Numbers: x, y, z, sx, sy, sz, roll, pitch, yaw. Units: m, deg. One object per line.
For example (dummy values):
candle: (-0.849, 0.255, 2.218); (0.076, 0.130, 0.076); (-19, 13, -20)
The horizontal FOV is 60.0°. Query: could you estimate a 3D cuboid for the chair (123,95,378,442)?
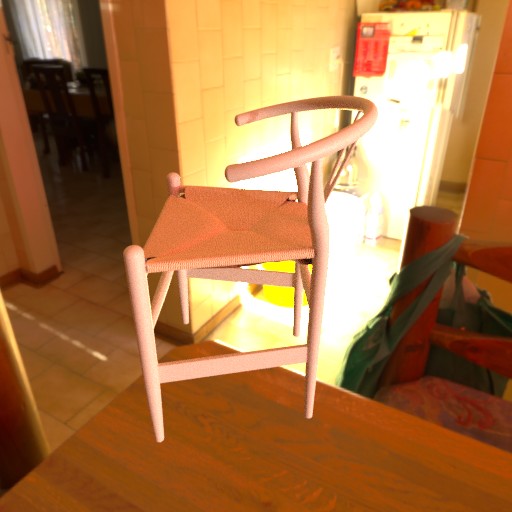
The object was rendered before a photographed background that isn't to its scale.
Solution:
chair: (0.000, 0.000, 1.099); (0.500, 0.736, 0.533); (0, 27, 0)
